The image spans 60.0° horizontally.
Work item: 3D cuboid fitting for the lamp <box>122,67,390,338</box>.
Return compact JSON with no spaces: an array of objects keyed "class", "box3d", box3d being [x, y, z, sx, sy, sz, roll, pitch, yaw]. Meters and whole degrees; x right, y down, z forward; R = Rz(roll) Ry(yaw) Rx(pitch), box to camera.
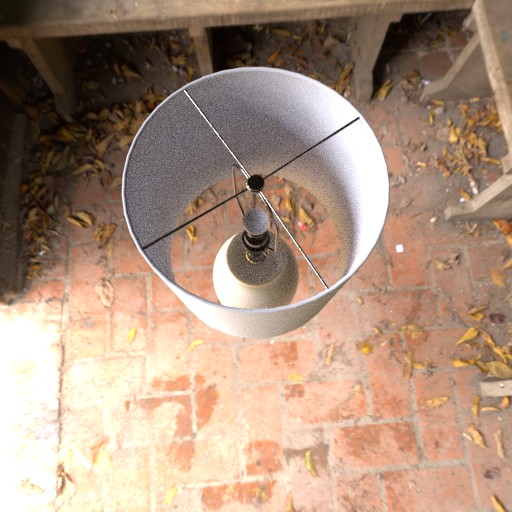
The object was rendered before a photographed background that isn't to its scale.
[{"class":"lamp","box3d":[0.000,0.000,0.576,0.217,0.453,0.217,-33,77,-9]}]
